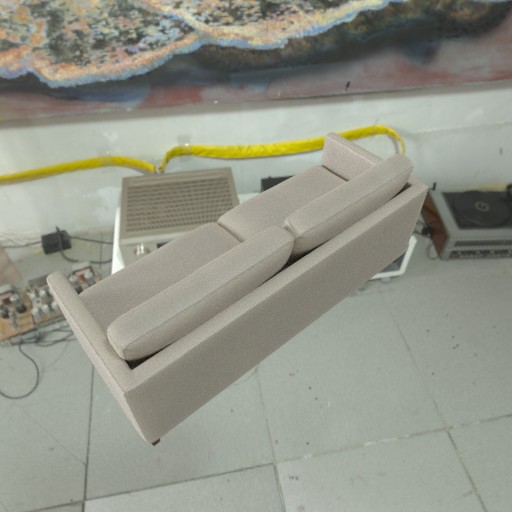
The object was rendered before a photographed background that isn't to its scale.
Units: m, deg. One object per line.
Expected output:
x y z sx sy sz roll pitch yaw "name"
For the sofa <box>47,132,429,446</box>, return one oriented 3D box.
0.000 0.000 2.954 2.361 0.968 0.951 -32 55 -26 "sofa"
